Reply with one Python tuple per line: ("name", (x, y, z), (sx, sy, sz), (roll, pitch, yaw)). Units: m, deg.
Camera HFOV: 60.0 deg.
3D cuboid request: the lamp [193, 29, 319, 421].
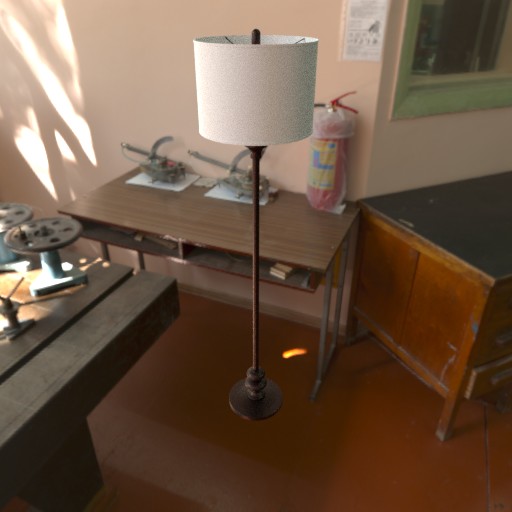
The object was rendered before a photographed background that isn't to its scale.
("lamp", (0.000, 0.000, 1.628), (0.356, 1.487, 0.356), (-18, 35, -28))
